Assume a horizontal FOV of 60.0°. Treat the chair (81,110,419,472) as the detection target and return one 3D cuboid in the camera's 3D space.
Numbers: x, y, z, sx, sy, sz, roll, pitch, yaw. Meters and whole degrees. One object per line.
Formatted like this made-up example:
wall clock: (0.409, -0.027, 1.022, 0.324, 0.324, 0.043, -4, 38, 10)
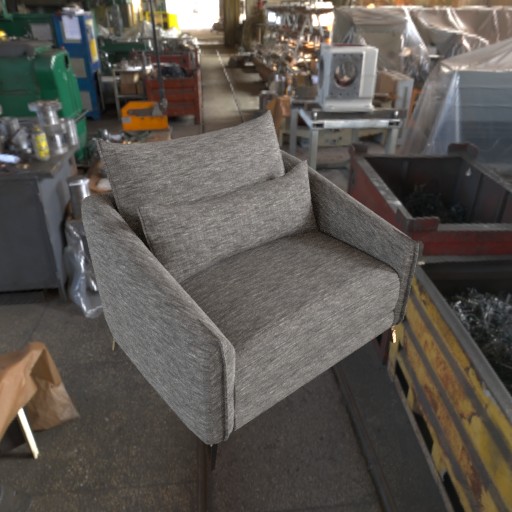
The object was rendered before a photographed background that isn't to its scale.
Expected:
chair: (0.000, 0.000, 1.635, 1.004, 0.842, 0.805, -22, 36, -34)
